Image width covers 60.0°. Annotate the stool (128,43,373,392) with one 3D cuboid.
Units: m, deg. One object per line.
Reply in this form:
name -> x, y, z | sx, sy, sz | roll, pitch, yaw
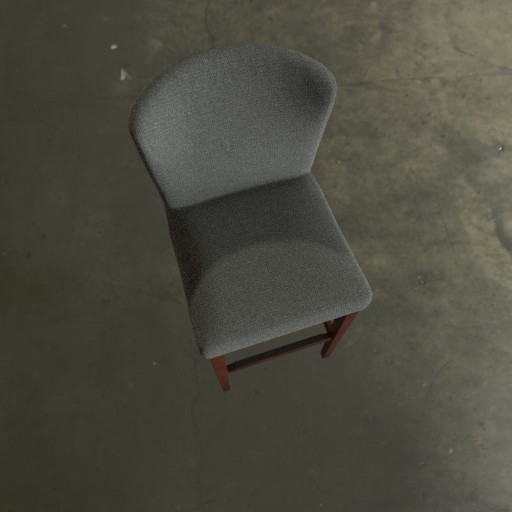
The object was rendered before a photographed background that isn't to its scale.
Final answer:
stool -> 0.000, 0.000, 1.358 | 0.486, 1.069, 0.568 | -16, 64, -8
